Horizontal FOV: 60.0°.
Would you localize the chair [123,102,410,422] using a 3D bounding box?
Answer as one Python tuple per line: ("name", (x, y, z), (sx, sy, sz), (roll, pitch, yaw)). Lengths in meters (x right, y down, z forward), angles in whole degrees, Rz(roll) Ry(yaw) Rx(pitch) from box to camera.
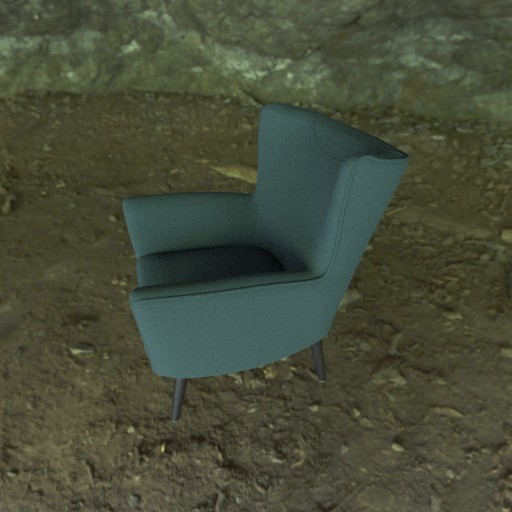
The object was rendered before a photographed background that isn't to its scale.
("chair", (0.000, 0.000, 1.610), (0.888, 0.933, 0.781), (-8, 30, -14))
